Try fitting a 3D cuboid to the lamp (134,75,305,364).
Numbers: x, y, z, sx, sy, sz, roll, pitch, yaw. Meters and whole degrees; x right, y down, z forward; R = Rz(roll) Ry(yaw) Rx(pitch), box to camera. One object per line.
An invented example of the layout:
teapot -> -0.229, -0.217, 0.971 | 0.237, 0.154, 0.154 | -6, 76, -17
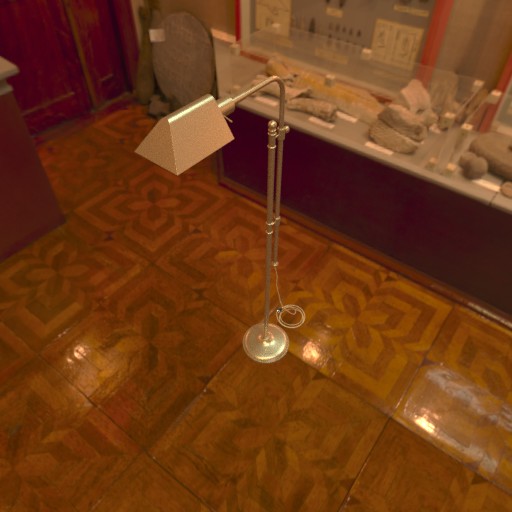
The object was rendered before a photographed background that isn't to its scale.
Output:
lamp -> 0.000, 0.000, 1.848 | 0.256, 1.571, 0.813 | 31, 54, 26
